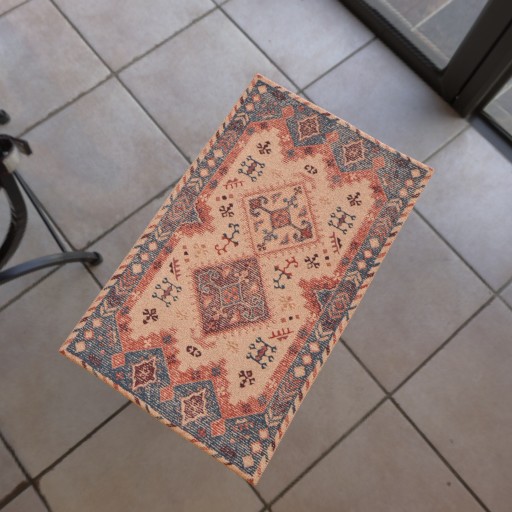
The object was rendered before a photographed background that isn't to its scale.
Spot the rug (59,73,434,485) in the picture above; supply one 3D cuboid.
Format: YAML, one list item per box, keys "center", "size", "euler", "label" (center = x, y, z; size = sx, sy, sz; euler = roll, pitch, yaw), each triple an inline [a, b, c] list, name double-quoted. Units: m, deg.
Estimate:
- center: [0.000, 0.000, 3.051]
  size: [1.521, 0.023, 2.464]
  euler: [31, 78, 7]
  label: "rug"
